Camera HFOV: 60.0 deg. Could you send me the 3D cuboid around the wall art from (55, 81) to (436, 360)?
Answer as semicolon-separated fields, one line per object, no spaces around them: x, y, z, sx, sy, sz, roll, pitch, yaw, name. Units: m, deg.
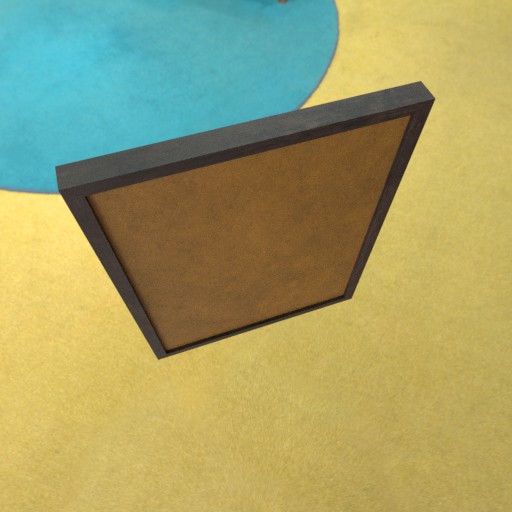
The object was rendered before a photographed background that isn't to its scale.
0.000;0.000;0.547;0.329;0.406;0.027;-16;60;-10;wall art
